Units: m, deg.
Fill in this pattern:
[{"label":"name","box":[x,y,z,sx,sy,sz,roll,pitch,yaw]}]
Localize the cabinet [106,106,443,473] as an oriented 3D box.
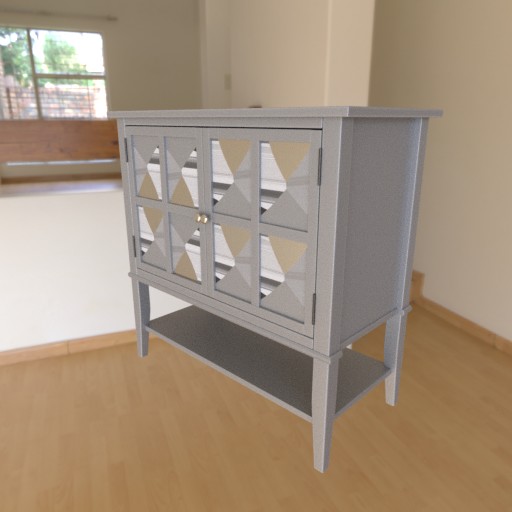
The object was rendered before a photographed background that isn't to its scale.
[{"label":"cabinet","box":[0.000,0.000,1.250,0.801,0.780,0.396,16,23,41]}]
